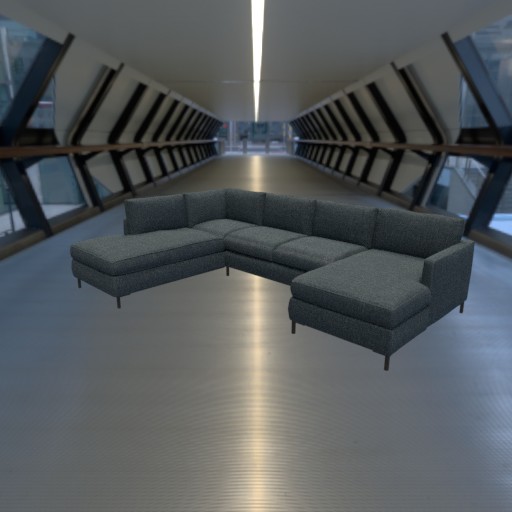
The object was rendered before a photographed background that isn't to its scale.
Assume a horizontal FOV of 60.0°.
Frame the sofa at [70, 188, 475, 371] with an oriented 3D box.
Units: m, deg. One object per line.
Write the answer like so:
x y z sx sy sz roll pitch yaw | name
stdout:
0.000 0.000 3.553 2.737 0.753 1.879 15 21 42 | sofa
